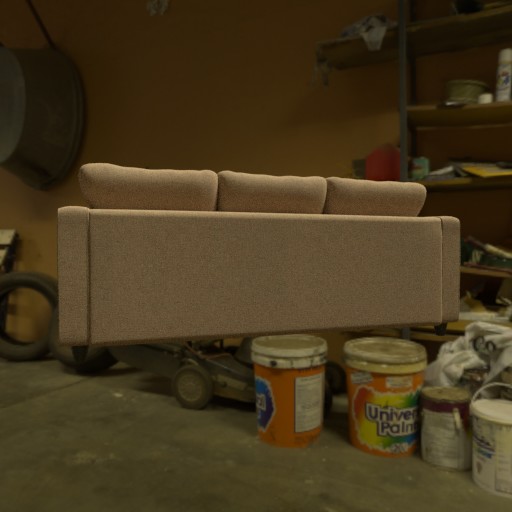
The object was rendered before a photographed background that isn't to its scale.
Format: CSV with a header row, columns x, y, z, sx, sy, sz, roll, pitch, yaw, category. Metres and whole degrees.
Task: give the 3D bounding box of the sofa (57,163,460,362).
x,y,z,sx,sy,sz,roll,pitch,yaw,category
0.000,0.000,2.369,1.855,0.800,0.930,0,1,-18,sofa
